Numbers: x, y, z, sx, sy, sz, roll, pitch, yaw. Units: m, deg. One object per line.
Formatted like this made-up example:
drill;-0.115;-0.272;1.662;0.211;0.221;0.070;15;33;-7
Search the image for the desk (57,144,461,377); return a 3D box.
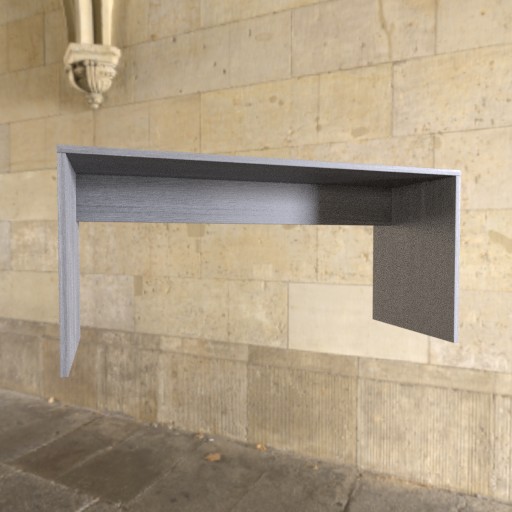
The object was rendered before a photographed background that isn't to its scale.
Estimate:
desk;0.000;0.000;2.053;1.600;0.750;0.802;-1;2;-18
